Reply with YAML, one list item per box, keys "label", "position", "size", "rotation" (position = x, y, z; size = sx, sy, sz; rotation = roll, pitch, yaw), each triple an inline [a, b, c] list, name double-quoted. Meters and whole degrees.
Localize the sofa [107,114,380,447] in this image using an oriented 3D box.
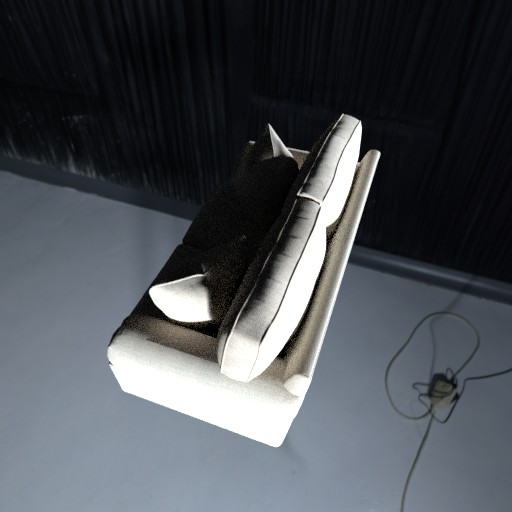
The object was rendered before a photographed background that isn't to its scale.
- label: "sofa"
  position: [0.000, 0.000, 2.374]
  size: [0.966, 0.966, 1.701]
  rotation: [15, 48, 14]
